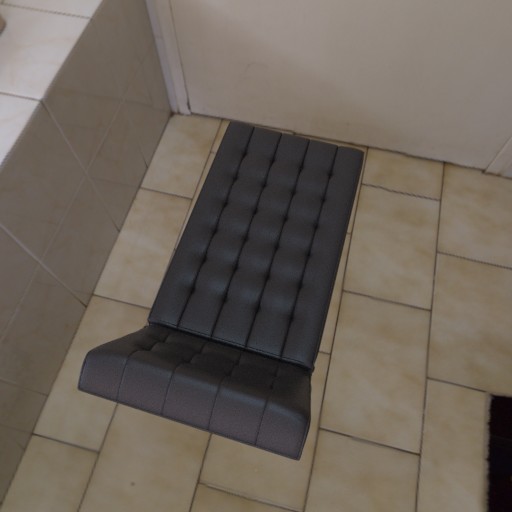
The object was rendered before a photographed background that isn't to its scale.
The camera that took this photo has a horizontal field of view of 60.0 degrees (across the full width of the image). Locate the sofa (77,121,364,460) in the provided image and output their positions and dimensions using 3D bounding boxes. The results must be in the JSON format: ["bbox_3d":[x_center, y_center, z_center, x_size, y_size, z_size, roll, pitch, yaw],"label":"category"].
[{"bbox_3d":[0.000,0.000,2.011,0.760,0.820,1.560,15,65,7],"label":"sofa"}]
